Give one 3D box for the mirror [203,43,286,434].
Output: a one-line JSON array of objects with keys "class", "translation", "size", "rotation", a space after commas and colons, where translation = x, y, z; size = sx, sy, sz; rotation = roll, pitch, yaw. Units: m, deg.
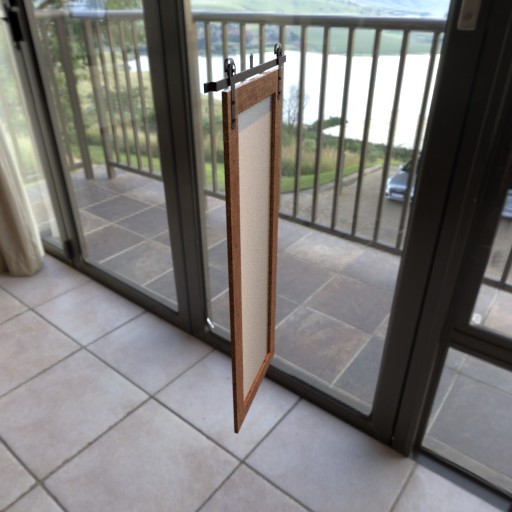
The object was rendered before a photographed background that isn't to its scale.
[{"class": "mirror", "translation": [0.000, 0.000, 2.114], "size": [0.042, 1.793, 0.847], "rotation": [10, 32, 17]}]
